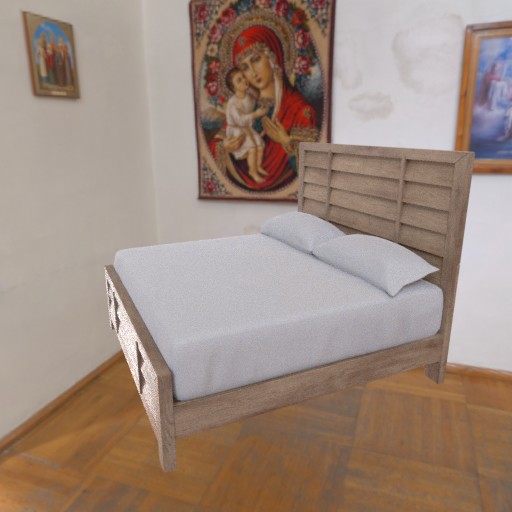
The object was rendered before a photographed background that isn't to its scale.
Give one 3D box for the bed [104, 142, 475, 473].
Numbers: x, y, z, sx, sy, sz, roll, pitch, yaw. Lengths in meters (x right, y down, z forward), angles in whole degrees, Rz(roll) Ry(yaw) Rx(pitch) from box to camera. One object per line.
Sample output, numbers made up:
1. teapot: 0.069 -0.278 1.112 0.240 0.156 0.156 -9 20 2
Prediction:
1. bed: 0.000 0.000 3.441 2.062 1.626 2.032 -8 18 -24
